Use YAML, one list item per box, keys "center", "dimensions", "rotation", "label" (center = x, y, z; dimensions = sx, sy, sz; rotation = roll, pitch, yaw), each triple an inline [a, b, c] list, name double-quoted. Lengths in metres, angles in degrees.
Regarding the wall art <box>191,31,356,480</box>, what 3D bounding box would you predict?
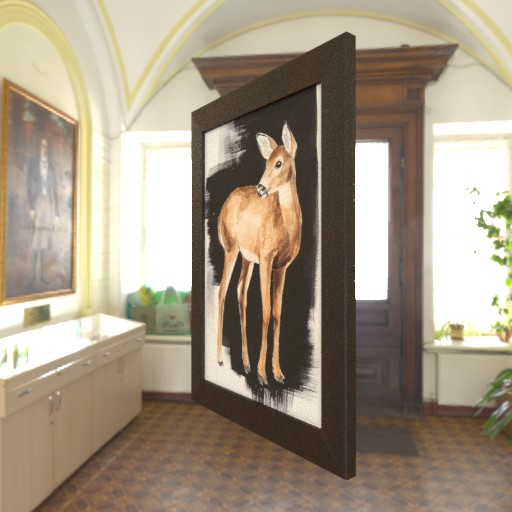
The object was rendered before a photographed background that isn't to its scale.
- center: [0.000, 0.000, 0.653]
  dimensions: [0.017, 0.513, 0.359]
  rotation: [0, 0, -38]
  label: "wall art"
